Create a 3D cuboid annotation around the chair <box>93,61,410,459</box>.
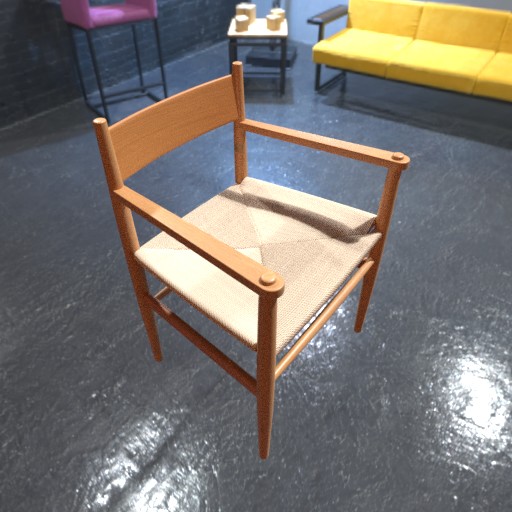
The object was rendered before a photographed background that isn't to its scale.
[{"bbox_3d":[0.000,0.000,1.135,0.495,0.762,0.556,27,48,27],"label":"chair"}]
